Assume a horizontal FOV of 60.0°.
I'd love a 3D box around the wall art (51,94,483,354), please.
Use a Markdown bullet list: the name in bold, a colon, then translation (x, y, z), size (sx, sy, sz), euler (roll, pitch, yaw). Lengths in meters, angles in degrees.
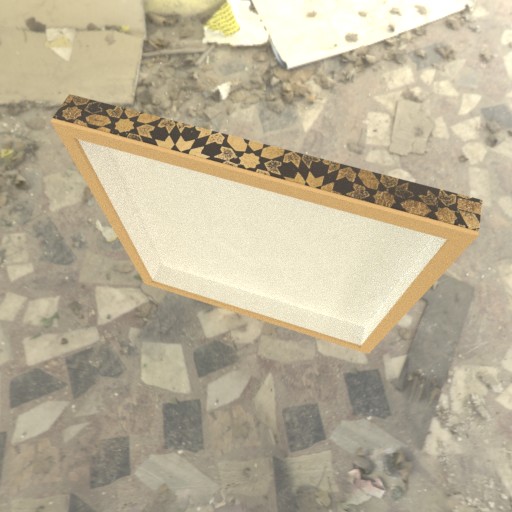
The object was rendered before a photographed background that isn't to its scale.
- **wall art**: translation (0.000, 0.000, 0.588), size (0.405, 0.405, 0.038), euler (16, 65, 8)
